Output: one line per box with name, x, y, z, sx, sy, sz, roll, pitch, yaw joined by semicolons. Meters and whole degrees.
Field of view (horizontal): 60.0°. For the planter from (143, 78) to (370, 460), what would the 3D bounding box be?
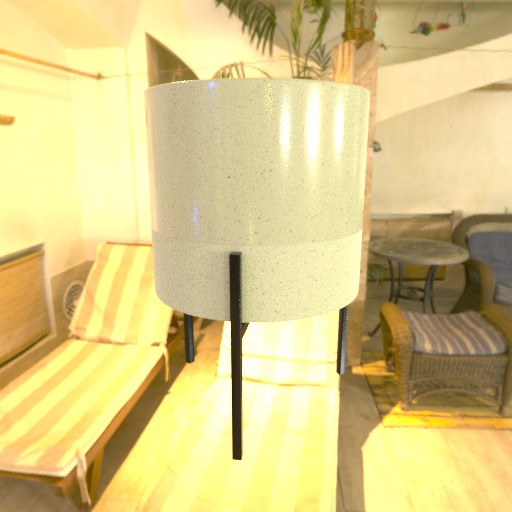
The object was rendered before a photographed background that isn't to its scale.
planter;0.000;0.000;0.331;0.152;0.230;0.159;2;14;9
